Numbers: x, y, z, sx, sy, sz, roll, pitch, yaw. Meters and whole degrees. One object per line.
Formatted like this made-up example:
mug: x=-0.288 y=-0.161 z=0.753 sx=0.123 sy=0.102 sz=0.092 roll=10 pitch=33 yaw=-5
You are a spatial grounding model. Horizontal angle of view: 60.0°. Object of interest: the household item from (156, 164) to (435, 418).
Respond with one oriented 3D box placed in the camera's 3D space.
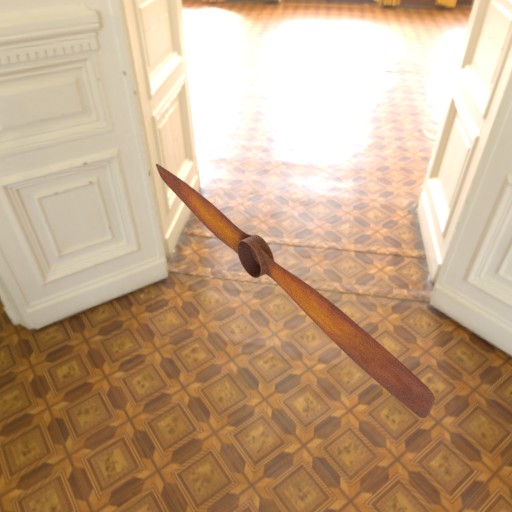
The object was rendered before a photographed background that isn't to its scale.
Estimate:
household item: x=0.000 y=0.000 z=1.251 sx=0.051 sy=0.121 sz=1.181 roll=-26 pitch=47 yaw=-27
